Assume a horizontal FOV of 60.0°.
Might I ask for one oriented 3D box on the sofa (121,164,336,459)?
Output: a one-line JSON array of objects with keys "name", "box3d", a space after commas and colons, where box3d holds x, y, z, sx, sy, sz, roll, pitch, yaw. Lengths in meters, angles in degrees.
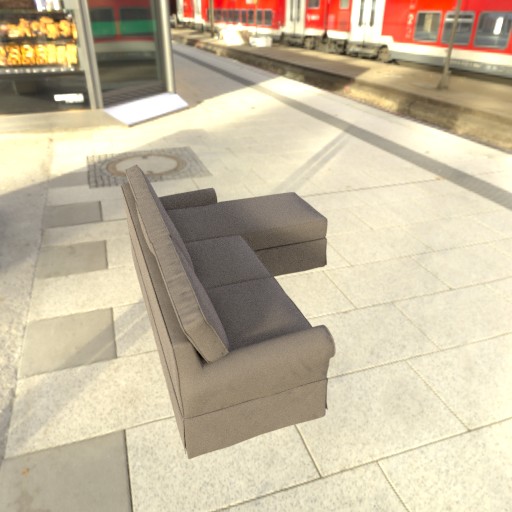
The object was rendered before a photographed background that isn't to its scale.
[{"name": "sofa", "box3d": [0.000, 0.000, 3.450, 1.733, 0.978, 2.475, -10, 31, -18]}]
